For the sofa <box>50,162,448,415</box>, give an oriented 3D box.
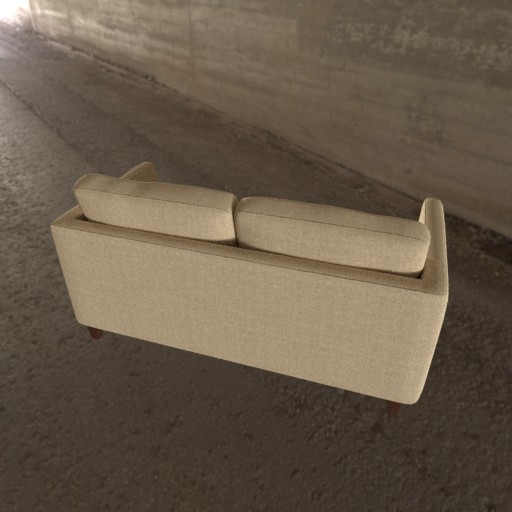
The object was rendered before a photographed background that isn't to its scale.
[{"bbox_3d":[0.000,0.000,2.454,1.884,0.963,0.950,10,34,15],"label":"sofa"}]
